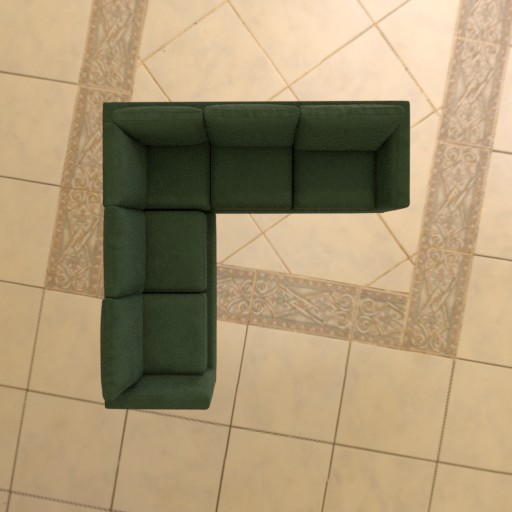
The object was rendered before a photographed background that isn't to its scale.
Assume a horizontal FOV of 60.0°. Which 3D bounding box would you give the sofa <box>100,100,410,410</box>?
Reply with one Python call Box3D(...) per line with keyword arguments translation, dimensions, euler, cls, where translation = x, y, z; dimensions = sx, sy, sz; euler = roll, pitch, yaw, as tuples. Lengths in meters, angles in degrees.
Box3D(translation=(0.000, 0.000, 3.772), dimensions=(2.452, 1.004, 2.468), euler=(0, 91, 1), cls="sofa")
